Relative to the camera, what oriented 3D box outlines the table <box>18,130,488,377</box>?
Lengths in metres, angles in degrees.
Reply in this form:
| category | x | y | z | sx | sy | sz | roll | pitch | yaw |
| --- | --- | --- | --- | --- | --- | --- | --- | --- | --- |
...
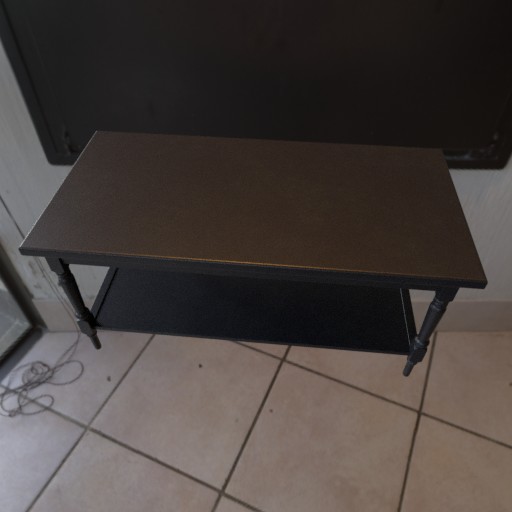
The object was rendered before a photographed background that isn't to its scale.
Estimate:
| category | x | y | z | sx | sy | sz | roll | pitch | yaw |
| --- | --- | --- | --- | --- | --- | --- | --- | --- | --- |
| table | 0.000 | 0.000 | 1.408 | 1.107 | 0.510 | 0.550 | 4 | 46 | 4 |
